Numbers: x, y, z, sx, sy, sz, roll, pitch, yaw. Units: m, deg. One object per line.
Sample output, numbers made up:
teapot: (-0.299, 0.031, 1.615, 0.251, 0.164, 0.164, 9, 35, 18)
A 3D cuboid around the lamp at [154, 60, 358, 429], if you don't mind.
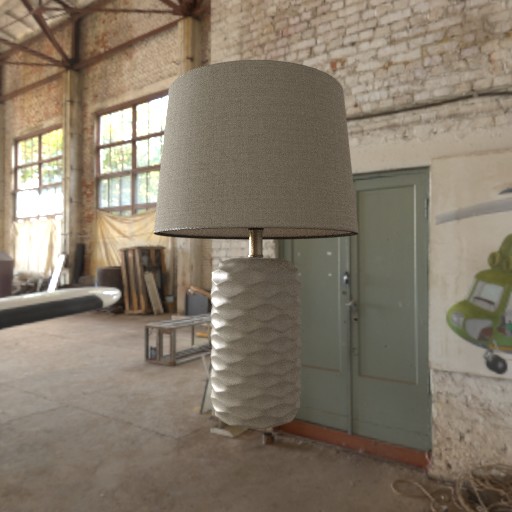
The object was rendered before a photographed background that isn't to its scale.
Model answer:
lamp: (0.000, 0.000, 0.833, 0.376, 0.594, 0.376, 0, -1, 0)
